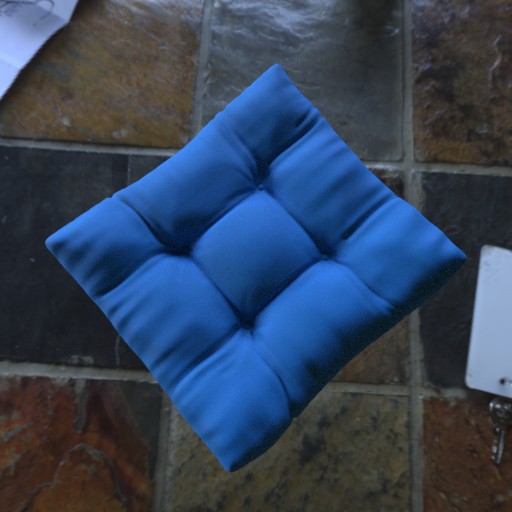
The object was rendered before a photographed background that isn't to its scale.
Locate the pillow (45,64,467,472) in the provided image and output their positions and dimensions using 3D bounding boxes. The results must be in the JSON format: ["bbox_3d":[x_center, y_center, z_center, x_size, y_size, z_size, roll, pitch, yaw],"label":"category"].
[{"bbox_3d":[0.000,0.000,0.722,0.490,0.128,0.468,-40,80,-8],"label":"pillow"}]
